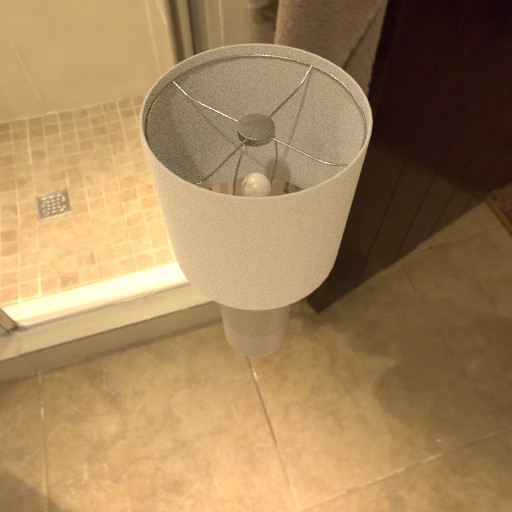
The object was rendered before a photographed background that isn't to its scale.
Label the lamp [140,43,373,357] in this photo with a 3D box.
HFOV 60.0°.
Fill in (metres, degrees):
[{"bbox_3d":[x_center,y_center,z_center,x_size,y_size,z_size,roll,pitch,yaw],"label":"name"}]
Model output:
[{"bbox_3d":[0.000,0.000,0.613,0.212,0.493,0.212,30,62,18],"label":"lamp"}]
